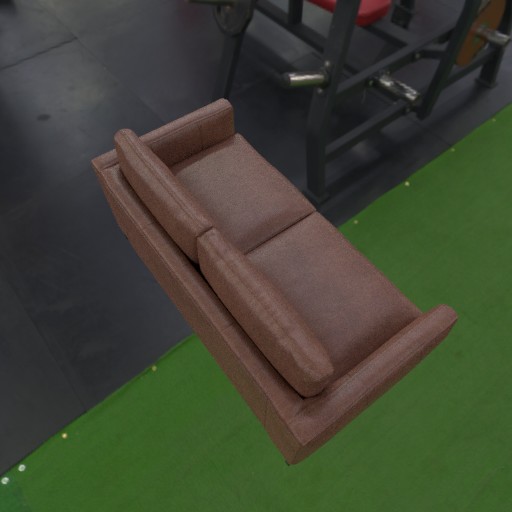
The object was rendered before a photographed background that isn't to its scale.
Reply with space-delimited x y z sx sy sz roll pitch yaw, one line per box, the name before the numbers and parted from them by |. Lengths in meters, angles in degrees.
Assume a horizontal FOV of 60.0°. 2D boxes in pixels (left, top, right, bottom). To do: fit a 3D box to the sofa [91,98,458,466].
sofa | 0.000 0.000 2.296 0.899 0.883 1.797 -33 63 -19
